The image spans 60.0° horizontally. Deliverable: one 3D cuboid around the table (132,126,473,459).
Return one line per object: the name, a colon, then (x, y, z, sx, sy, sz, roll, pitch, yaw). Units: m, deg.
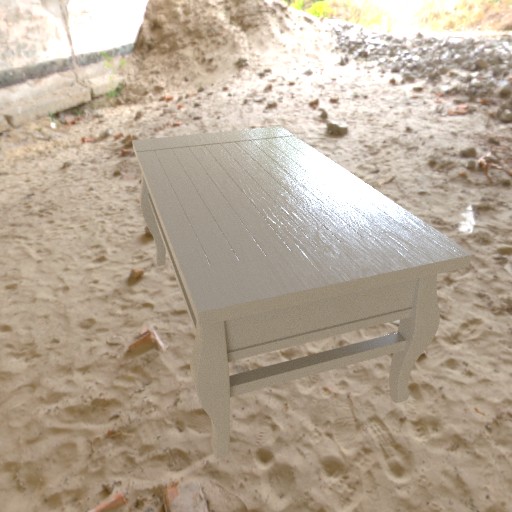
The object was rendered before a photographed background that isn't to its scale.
table: (0.000, 0.000, 1.394, 0.600, 0.495, 1.062, -10, 33, -16)
